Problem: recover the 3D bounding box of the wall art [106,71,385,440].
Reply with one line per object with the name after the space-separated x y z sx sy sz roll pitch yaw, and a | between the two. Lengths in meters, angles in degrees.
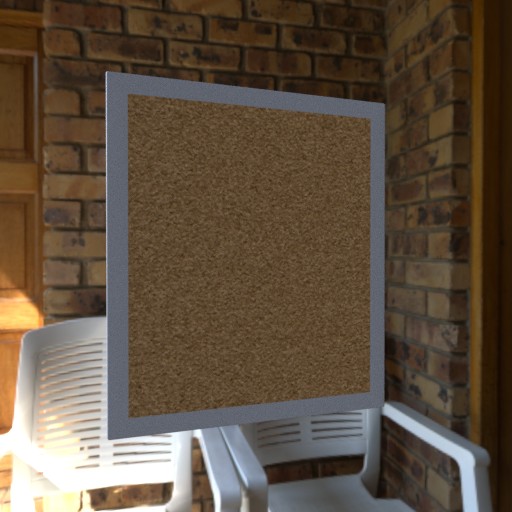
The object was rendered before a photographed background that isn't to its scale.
0.000 0.000 0.519 0.331 0.381 0.028 0 1 -18 | wall art
